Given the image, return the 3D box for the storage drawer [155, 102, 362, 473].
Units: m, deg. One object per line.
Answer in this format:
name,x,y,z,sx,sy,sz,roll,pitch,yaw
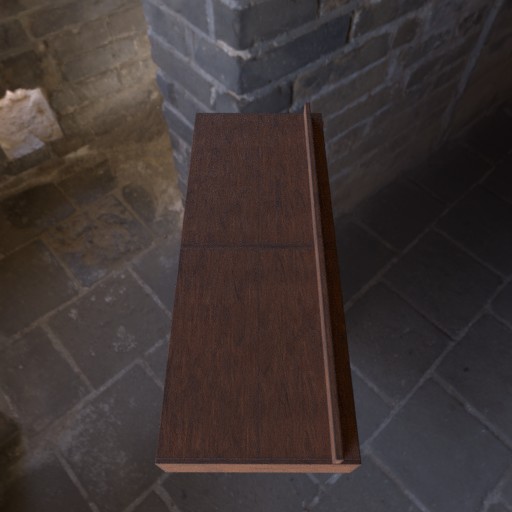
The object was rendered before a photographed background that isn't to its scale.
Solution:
storage drawer,0.000,0.000,2.204,0.774,0.339,1.914,0,57,0
